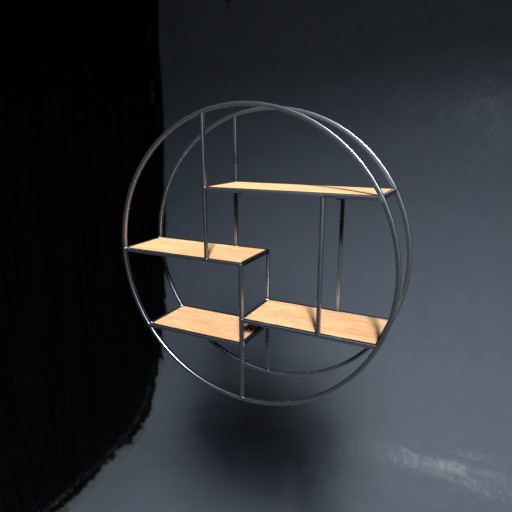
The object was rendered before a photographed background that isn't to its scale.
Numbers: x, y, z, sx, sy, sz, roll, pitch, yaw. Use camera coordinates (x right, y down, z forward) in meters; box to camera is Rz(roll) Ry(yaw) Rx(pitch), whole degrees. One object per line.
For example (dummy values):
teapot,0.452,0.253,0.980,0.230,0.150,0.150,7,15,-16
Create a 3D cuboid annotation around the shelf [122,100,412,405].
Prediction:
shelf,0.000,0.000,1.362,0.888,0.888,0.202,7,16,26
